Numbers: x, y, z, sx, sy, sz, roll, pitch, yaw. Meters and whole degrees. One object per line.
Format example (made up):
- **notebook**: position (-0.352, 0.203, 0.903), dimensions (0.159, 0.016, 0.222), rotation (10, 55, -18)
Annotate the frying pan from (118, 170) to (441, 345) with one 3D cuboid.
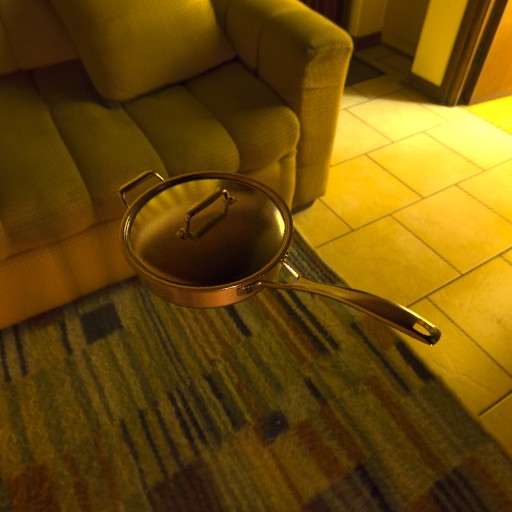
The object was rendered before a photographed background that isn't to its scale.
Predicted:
- **frying pan**: position (0.000, 0.000, 0.679), dimensions (0.561, 0.114, 0.280), rotation (31, 54, 25)
